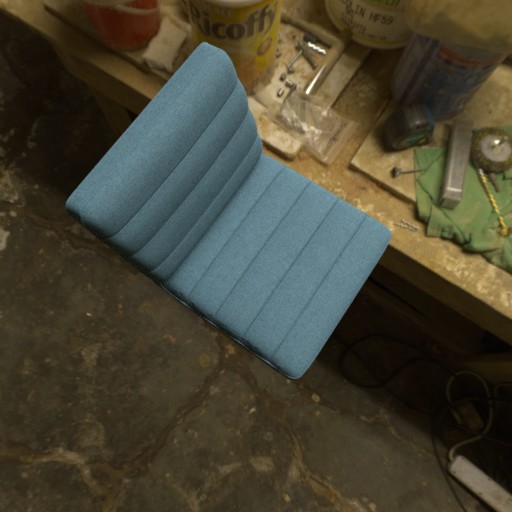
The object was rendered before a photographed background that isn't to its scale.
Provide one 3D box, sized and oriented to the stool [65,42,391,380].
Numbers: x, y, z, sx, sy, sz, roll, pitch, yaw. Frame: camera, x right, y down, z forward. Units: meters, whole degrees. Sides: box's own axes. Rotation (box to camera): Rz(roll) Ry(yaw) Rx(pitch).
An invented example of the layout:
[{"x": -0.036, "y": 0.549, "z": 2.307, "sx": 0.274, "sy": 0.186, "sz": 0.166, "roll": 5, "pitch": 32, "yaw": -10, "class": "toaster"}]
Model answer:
[{"x": 0.000, "y": 0.000, "z": 1.258, "sx": 0.560, "sy": 0.940, "sz": 0.460, "roll": 34, "pitch": 78, "yaw": 8, "class": "stool"}]
